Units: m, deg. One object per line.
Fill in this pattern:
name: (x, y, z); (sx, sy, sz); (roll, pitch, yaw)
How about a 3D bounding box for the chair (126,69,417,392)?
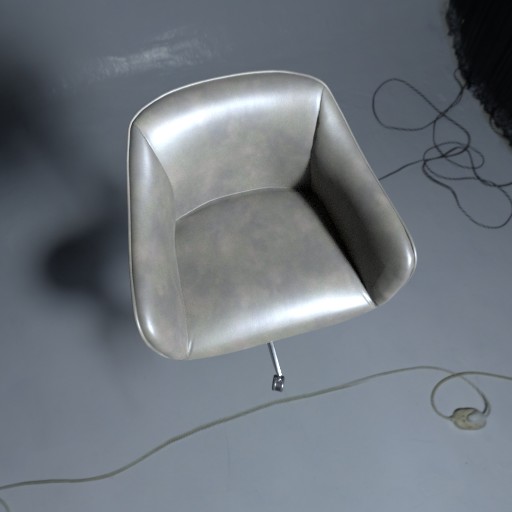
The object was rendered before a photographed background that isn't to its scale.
chair: (0.000, 0.000, 1.359); (0.713, 0.827, 0.689); (-14, 63, -7)
